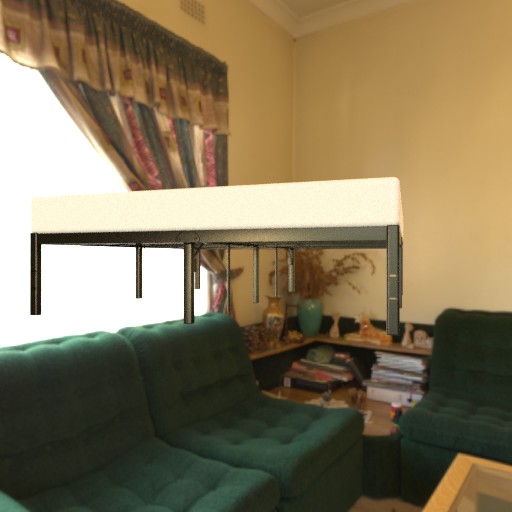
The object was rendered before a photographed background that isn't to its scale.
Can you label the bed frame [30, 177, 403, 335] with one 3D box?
[{"bbox_3d":[0.000,0.000,3.119,1.963,0.659,2.079,0,0,19],"label":"bed frame"}]
